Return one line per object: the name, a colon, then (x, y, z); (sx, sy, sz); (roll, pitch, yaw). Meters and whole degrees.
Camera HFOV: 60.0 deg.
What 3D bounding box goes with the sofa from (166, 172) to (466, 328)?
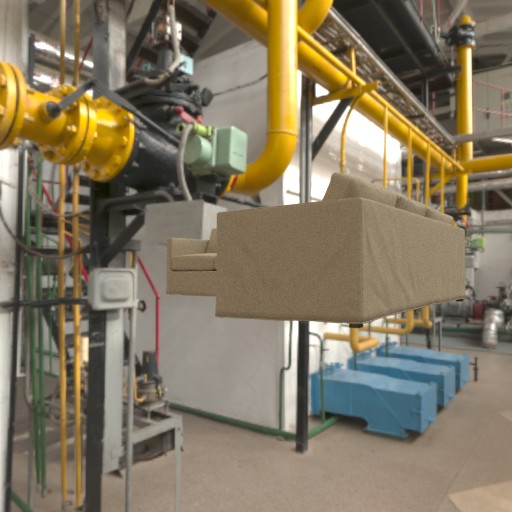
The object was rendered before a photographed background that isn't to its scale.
sofa: (0.000, 0.000, 4.194); (3.182, 0.871, 2.432); (-1, -2, 37)
